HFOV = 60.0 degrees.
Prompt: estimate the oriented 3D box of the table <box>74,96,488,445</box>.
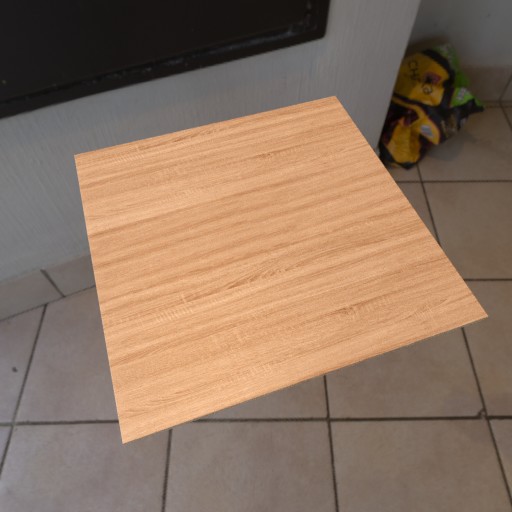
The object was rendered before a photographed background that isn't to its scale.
[{"bbox_3d":[0.000,0.000,1.356,0.890,0.305,0.890,-16,58,-10],"label":"table"}]
